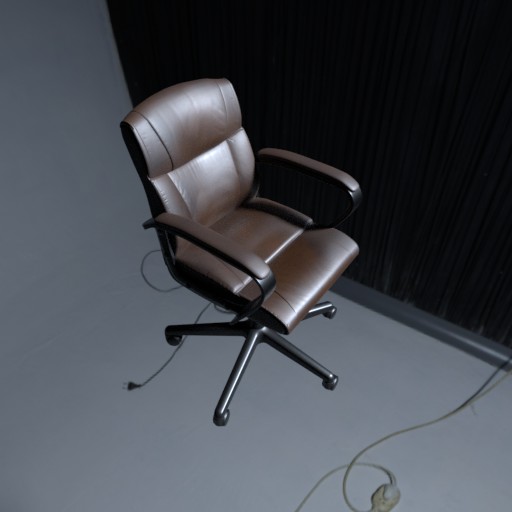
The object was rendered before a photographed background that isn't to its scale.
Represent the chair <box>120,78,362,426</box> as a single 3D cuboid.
[{"bbox_3d":[0.000,0.000,1.516,0.717,1.004,0.739,26,46,27],"label":"chair"}]
